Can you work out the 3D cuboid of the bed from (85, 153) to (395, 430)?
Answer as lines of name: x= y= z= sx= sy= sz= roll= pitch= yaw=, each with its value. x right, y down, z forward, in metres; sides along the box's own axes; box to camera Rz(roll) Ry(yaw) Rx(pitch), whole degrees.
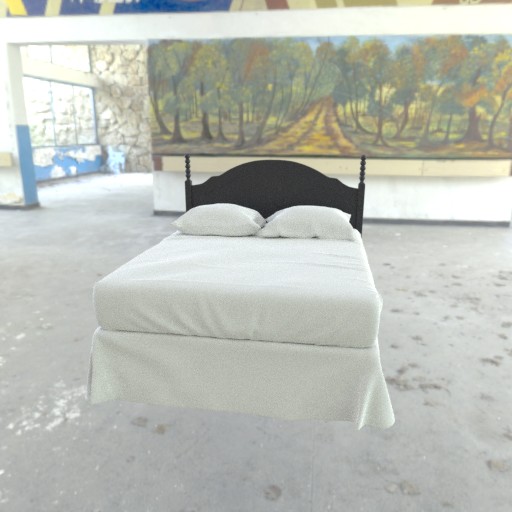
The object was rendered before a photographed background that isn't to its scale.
bed: x=0.000 y=0.000 z=3.235 sx=1.873 sy=1.356 sz=2.040 roll=2 pitch=16 yaw=9
